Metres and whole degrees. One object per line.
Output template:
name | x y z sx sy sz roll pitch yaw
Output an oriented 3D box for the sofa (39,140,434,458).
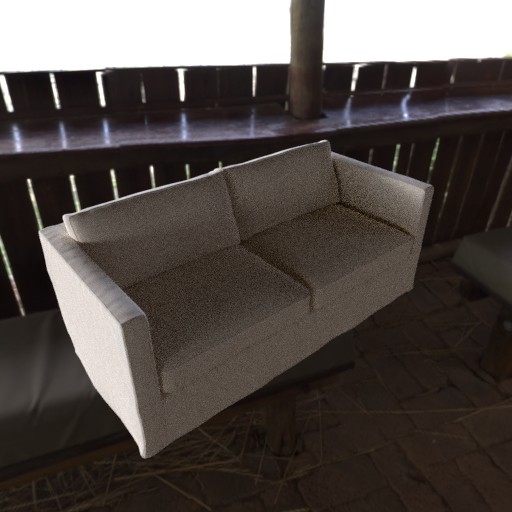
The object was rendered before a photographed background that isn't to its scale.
sofa | 0.000 0.000 2.495 1.987 0.870 0.940 -23 39 -33
